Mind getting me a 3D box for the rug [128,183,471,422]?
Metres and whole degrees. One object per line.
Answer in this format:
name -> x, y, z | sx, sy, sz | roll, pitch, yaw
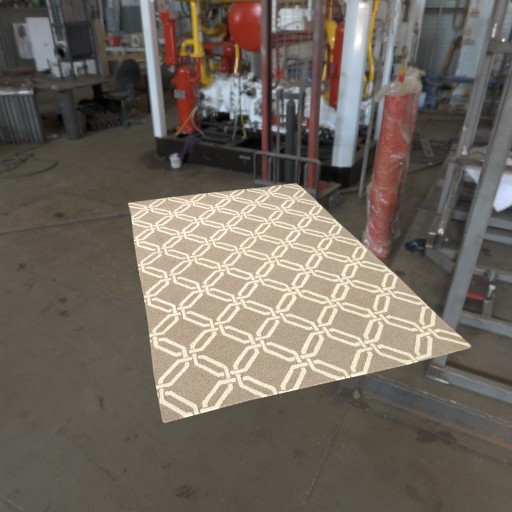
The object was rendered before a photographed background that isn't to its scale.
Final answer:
rug -> 0.000, 0.000, 2.204 | 1.142, 0.010, 1.748 | -9, 32, -15
